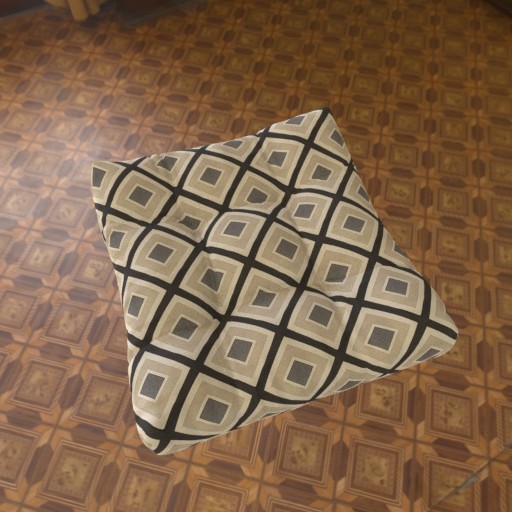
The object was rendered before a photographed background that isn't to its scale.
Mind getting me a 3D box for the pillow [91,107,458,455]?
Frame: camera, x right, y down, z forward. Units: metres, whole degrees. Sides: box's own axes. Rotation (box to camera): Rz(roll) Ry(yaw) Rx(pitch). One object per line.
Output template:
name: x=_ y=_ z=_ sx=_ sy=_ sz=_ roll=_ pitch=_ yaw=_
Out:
pillow: x=0.000 y=0.000 z=0.724 sx=0.468 sy=0.128 sz=0.490 roll=-16 pitch=61 yaw=-9
